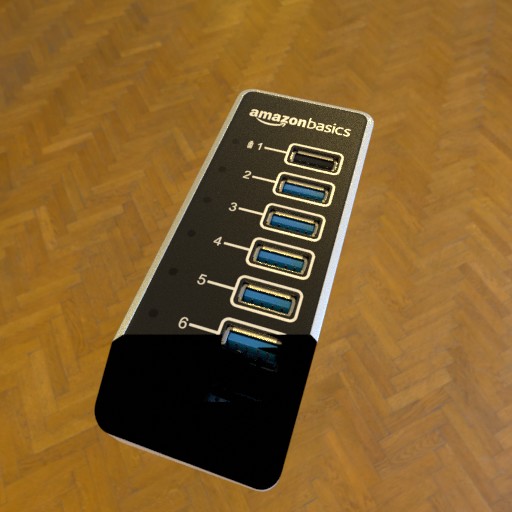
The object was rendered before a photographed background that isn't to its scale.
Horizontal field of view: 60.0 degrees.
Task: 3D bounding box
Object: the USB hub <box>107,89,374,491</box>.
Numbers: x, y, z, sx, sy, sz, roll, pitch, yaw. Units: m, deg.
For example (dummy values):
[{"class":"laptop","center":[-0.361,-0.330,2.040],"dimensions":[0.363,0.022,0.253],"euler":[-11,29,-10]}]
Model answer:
[{"class":"USB hub","center":[0.000,0.000,0.124],"dimensions":[0.044,0.023,0.110],"euler":[15,60,9]}]
